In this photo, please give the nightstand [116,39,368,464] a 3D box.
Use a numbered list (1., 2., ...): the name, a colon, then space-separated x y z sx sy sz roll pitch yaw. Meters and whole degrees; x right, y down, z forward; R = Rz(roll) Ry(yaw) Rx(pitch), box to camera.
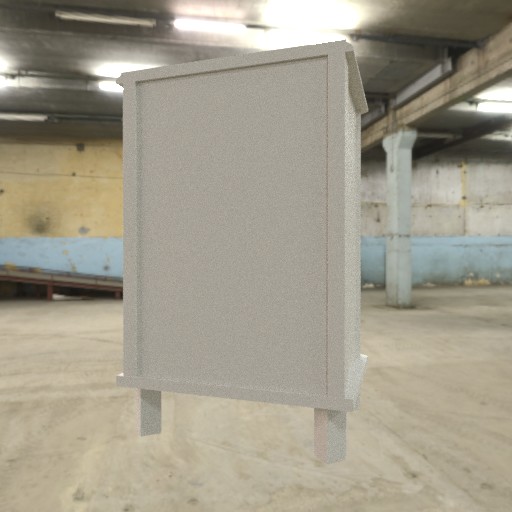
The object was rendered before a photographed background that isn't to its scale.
1. nightstand: 0.000 0.000 0.925 0.435 0.681 0.351 0 0 18
